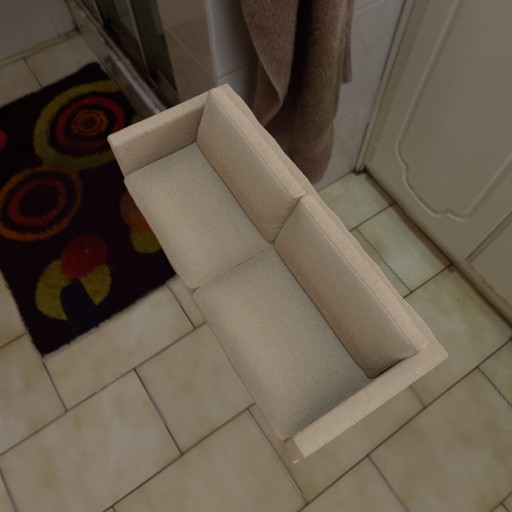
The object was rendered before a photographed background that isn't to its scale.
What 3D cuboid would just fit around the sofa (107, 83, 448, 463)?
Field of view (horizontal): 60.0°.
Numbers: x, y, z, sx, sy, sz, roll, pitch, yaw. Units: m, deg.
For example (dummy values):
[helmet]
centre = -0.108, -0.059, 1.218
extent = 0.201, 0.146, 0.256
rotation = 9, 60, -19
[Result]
[sofa]
centre = 0.000, 0.000, 2.854
extent = 0.962, 0.853, 2.312
rotation = -29, 68, -13
